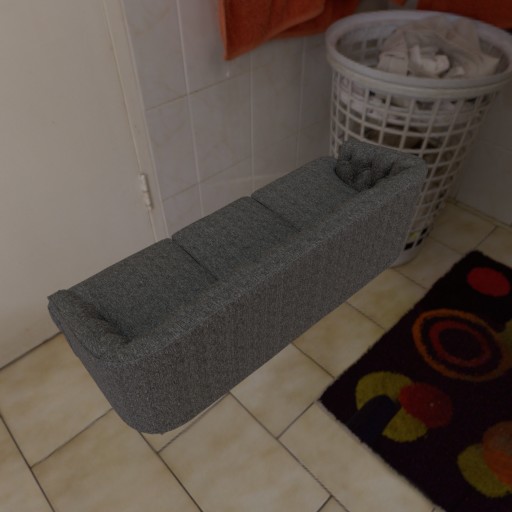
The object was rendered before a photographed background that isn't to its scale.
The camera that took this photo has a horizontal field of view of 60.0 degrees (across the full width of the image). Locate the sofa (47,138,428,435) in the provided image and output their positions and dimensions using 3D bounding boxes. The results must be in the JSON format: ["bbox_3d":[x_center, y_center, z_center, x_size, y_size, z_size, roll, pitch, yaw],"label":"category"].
[{"bbox_3d":[0.000,0.000,2.717,2.278,0.855,0.941,-32,53,-28],"label":"sofa"}]
